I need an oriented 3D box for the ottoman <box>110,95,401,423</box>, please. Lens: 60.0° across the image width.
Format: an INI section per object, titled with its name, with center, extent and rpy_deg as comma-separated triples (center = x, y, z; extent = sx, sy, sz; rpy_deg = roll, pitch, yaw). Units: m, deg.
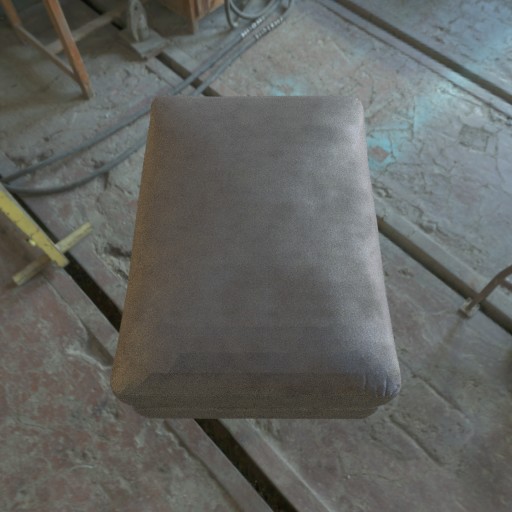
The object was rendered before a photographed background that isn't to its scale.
[ottoman]
center = 0.000, 0.000, 1.065
extent = 0.520, 0.456, 0.719
rpy_deg = 0, 63, 0
